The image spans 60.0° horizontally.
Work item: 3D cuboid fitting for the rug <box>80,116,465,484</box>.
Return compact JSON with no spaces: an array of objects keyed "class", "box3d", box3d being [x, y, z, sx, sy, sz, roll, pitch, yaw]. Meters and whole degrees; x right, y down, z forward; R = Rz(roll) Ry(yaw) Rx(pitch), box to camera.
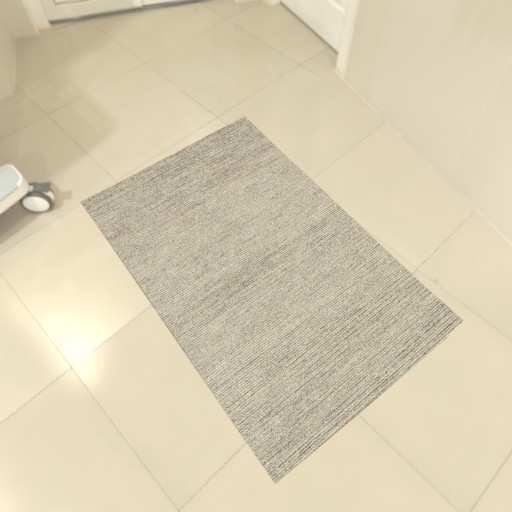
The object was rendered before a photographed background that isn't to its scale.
[{"class":"rug","box3d":[0.000,0.000,2.321,1.162,0.022,1.804,-33,64,-18]}]
